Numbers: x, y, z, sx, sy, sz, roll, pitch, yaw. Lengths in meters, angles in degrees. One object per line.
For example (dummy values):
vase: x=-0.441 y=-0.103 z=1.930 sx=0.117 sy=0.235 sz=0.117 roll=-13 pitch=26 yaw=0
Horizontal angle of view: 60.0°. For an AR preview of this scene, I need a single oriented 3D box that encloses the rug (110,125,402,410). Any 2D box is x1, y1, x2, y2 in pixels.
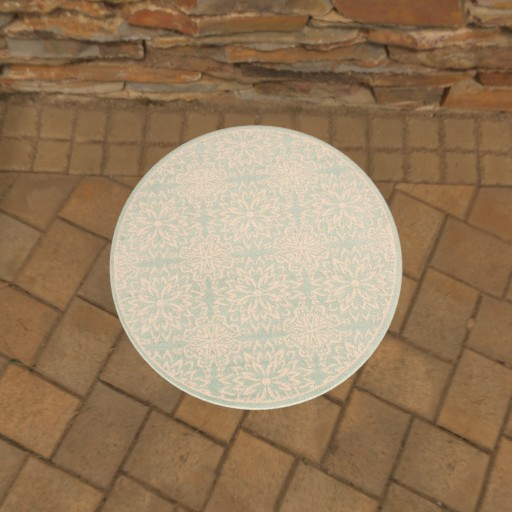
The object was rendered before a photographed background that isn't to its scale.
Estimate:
rug: x=0.000 y=0.000 z=2.420 sx=1.593 sy=0.012 sz=1.593 roll=0 pitch=76 yaw=0
